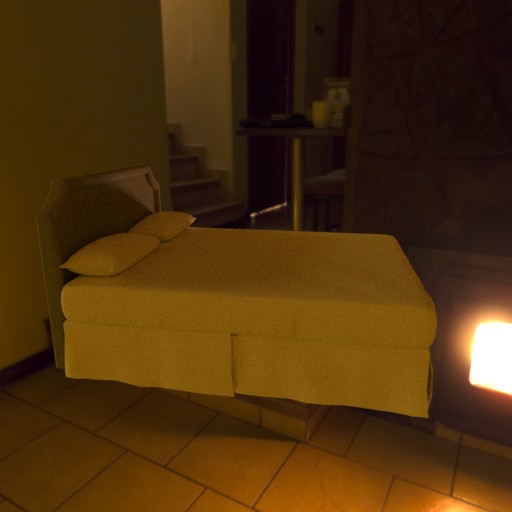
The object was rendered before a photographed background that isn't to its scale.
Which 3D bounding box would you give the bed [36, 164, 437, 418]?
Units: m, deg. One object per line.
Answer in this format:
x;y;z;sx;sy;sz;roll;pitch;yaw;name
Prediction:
0.000;0.000;3.509;2.464;1.306;1.977;3;16;9;bed
